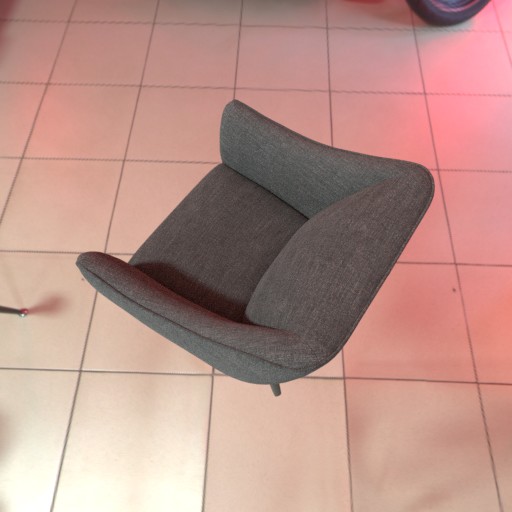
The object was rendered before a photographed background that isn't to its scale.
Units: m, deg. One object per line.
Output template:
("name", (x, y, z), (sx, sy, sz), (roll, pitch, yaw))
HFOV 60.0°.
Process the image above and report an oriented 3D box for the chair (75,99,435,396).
("chair", (0.000, 0.000, 1.604), (0.851, 0.829, 0.870), (32, 67, 15))
